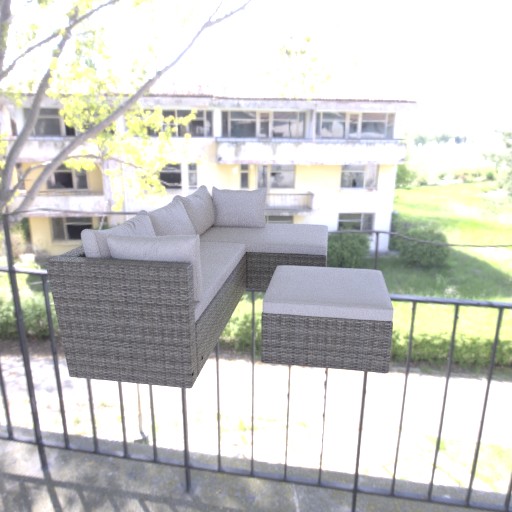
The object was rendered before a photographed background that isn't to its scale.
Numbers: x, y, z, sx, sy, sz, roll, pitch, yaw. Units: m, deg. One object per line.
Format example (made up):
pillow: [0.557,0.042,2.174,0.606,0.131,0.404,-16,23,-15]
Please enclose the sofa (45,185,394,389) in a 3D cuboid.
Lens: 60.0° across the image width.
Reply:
sofa: [0.000,0.000,3.066,1.662,0.766,2.192,3,16,9]
